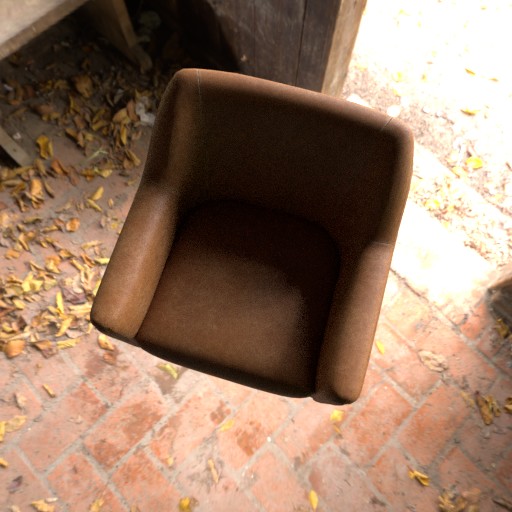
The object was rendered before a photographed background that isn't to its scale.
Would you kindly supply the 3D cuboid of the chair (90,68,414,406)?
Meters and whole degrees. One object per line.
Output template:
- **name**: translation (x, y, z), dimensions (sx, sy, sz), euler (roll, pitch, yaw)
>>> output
- **chair**: translation (0.000, 0.000, 1.875), dimensions (1.037, 0.980, 1.034), euler (16, 73, 5)
